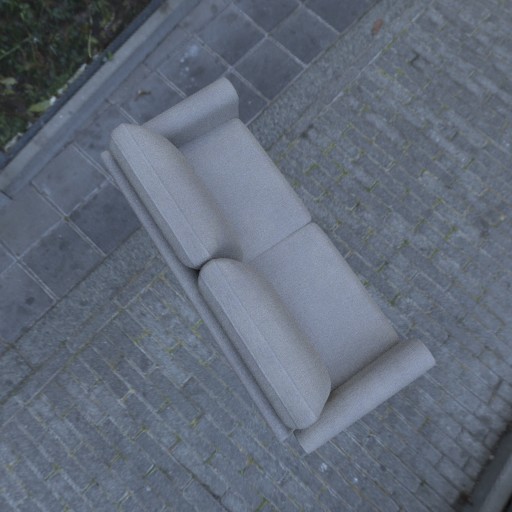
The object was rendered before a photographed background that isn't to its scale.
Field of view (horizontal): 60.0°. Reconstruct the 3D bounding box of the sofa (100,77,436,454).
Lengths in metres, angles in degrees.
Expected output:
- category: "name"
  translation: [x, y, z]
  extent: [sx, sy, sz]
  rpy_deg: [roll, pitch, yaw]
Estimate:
- category: "sofa"
  translation: [0.000, 0.000, 2.424]
  extent: [0.842, 0.942, 1.935]
  rpy_deg: [-33, 78, -8]
